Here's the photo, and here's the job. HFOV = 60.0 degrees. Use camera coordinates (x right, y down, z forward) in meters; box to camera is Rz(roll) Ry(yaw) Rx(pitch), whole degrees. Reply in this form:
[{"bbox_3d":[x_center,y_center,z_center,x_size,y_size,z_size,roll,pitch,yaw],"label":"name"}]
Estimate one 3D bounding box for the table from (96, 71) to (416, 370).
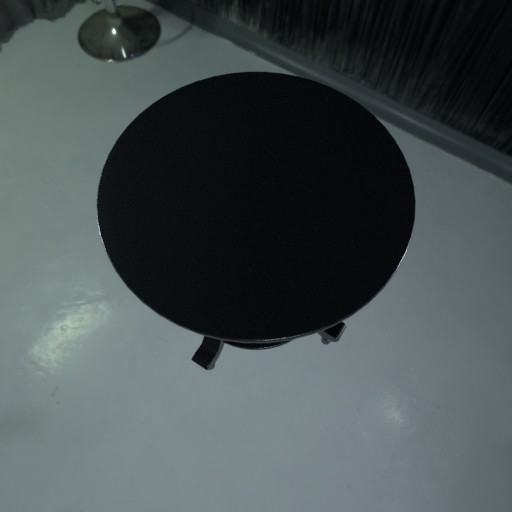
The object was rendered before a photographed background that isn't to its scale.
[{"bbox_3d":[0.000,0.000,1.113,0.597,0.618,0.597,0,64,0],"label":"table"}]
